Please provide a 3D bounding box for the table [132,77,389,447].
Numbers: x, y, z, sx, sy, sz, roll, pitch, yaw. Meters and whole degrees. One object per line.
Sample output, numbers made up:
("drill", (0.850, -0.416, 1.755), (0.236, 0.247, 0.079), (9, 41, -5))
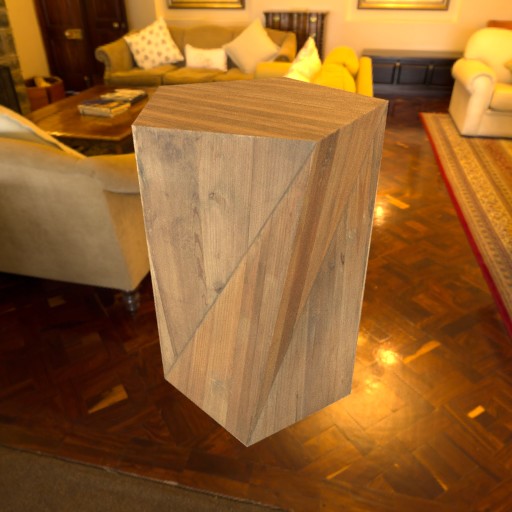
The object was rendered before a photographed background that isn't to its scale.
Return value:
("table", (0.000, 0.000, 0.893), (0.441, 0.604, 0.425), (-21, 38, -30))
